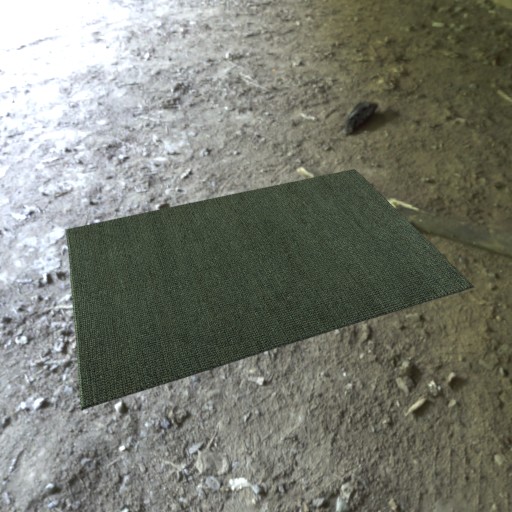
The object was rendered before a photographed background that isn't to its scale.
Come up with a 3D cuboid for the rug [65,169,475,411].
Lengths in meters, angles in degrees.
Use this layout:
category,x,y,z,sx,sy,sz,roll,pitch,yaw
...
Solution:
category,x,y,z,sx,sy,sz,roll,pitch,yaw
rug,0.000,0.000,3.064,2.443,0.021,1.538,-14,44,-15
